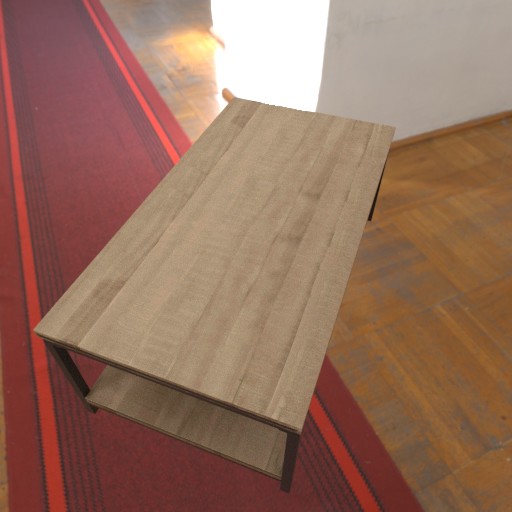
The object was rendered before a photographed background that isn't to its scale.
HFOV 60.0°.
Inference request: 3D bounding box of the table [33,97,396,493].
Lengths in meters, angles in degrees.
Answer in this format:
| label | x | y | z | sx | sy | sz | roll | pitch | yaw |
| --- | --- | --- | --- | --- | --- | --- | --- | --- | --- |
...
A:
| label | x | y | z | sx | sy | sz | roll | pitch | yaw |
| --- | --- | --- | --- | --- | --- | --- | --- | --- | --- |
| table | 0.000 | 0.000 | 1.321 | 0.574 | 0.393 | 1.062 | 16 | 49 | 14 |
